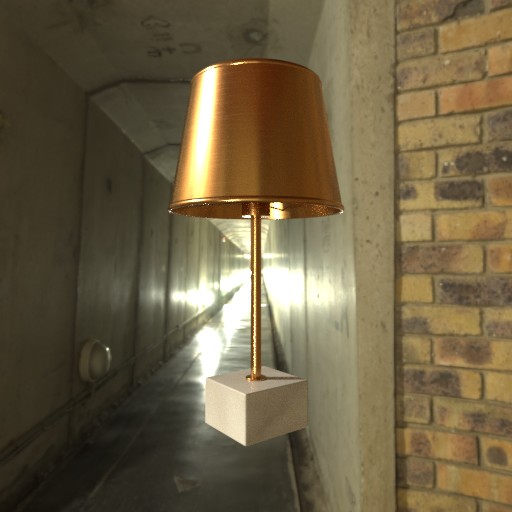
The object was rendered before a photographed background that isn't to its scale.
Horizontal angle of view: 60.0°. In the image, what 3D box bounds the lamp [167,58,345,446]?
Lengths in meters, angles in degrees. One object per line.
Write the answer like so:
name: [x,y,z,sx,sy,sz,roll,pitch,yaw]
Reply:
lamp: [0.000,0.000,0.532,0.208,0.406,0.208,0,0,0]
